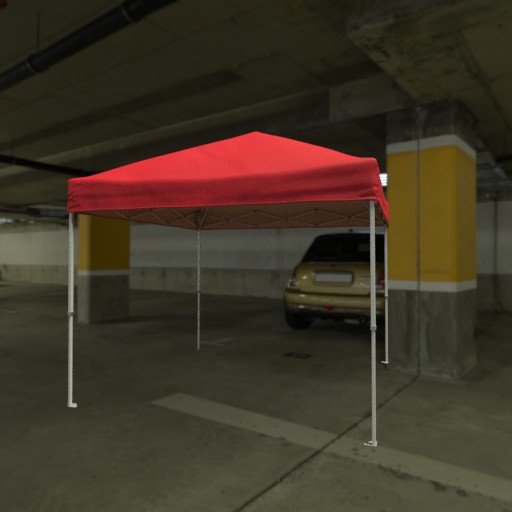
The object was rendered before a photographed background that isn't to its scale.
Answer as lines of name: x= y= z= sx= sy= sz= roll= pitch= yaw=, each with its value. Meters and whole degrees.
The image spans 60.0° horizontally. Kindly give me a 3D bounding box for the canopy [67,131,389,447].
canopy: x=0.000 y=0.000 z=5.340 sx=2.996 sy=2.997 sz=2.998 roll=0 pitch=0 yaw=18
